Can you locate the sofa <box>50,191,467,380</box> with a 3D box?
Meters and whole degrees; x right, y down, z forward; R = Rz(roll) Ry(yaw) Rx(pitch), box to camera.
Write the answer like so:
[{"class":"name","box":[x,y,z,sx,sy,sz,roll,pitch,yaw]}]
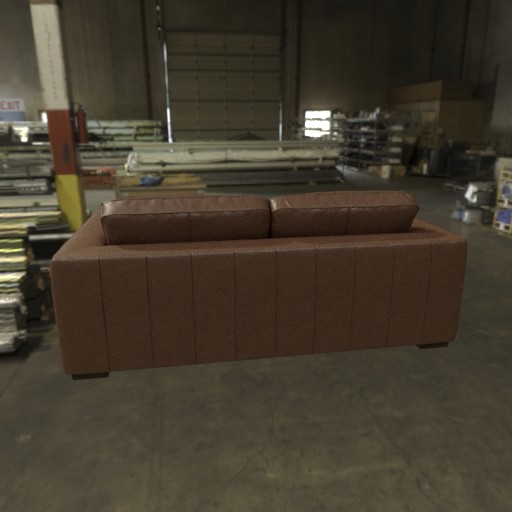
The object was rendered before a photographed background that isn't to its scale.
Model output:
[{"class":"sofa","box":[0.000,0.000,2.507,1.920,0.800,1.070,-3,17,-9]}]
